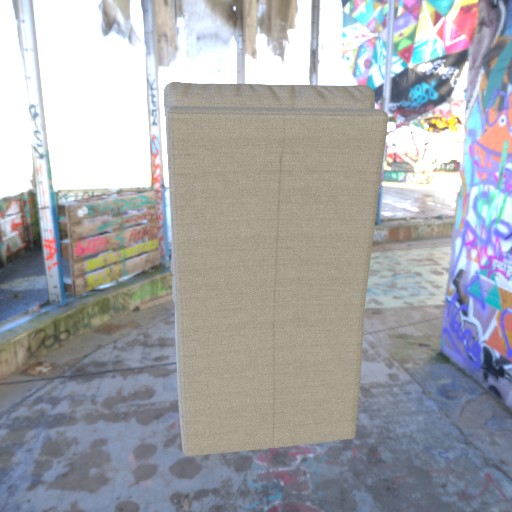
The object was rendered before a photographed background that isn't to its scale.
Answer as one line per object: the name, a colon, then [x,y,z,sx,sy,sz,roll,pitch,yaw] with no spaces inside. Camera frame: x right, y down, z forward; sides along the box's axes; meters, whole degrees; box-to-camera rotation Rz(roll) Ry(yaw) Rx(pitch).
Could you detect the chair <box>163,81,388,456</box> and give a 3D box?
chair: [0.000,0.000,1.337,0.503,0.927,0.698,-2,14,-9]
